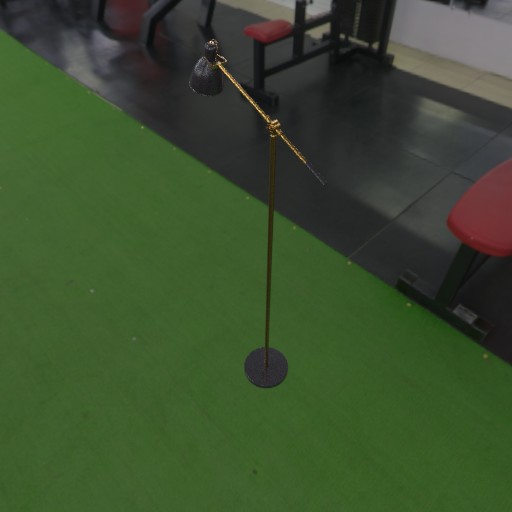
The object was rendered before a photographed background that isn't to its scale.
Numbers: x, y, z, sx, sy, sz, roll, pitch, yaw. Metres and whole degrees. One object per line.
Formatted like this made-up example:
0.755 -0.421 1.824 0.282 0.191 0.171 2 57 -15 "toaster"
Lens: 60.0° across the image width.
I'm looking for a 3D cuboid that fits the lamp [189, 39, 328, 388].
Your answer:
0.000 0.000 1.852 0.235 1.628 0.618 -33 54 -27 "lamp"
